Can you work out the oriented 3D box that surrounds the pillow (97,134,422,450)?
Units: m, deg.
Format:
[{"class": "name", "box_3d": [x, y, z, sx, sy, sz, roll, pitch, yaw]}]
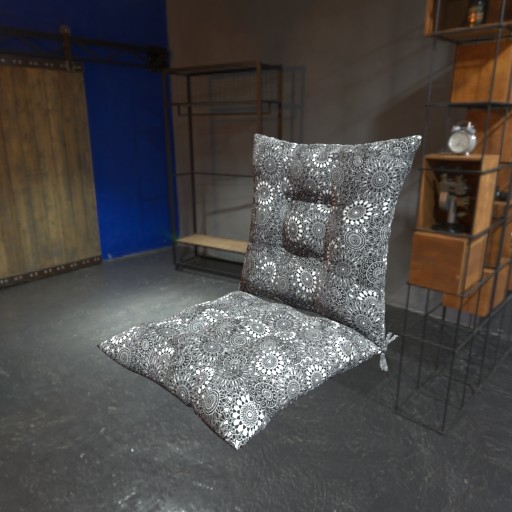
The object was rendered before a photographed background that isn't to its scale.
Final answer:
[{"class": "pillow", "box_3d": [0.000, 0.000, 1.020, 0.585, 0.536, 0.541, -16, 22, -42]}]
